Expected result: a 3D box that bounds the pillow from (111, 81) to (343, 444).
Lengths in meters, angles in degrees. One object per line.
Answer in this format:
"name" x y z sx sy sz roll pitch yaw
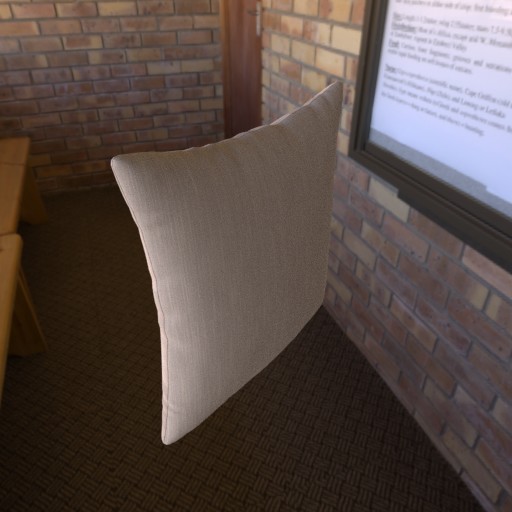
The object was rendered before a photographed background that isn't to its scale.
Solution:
"pillow" 0.000 0.000 0.786 0.161 0.509 0.511 23 39 31
